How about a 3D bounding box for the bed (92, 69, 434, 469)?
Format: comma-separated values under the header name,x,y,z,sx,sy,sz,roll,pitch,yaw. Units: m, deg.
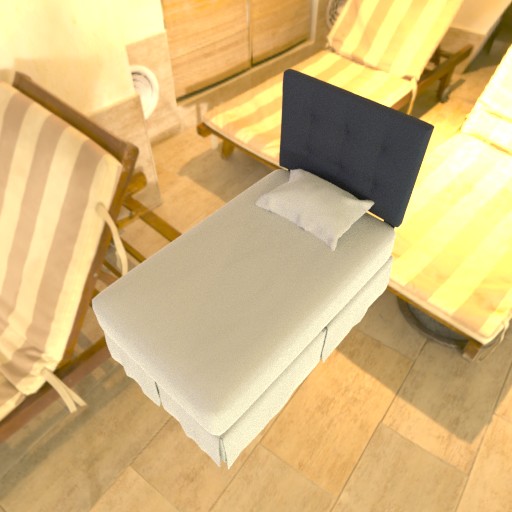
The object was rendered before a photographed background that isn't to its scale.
name,x,y,z,sx,sy,sz,roll,pitch,yaw
bed,0.000,0.000,3.000,1.261,1.571,1.997,34,56,27
